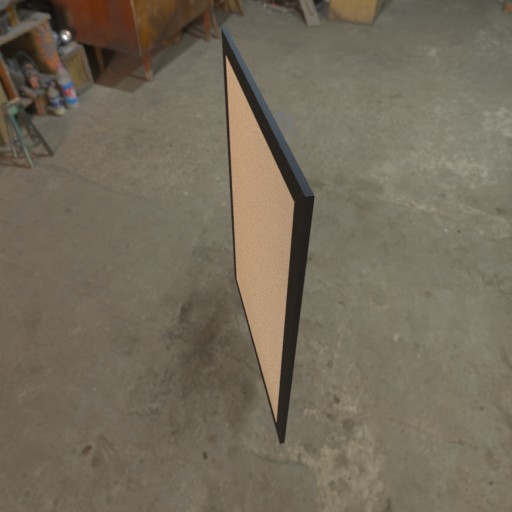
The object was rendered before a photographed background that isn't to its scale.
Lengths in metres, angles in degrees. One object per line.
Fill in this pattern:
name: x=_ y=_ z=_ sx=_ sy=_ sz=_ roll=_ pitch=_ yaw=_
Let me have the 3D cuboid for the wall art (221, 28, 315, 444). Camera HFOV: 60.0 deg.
wall art: x=0.000 y=0.000 z=0.680 sx=0.008 sy=0.530 sz=0.379 roll=-10 pitch=47 yaw=-9
